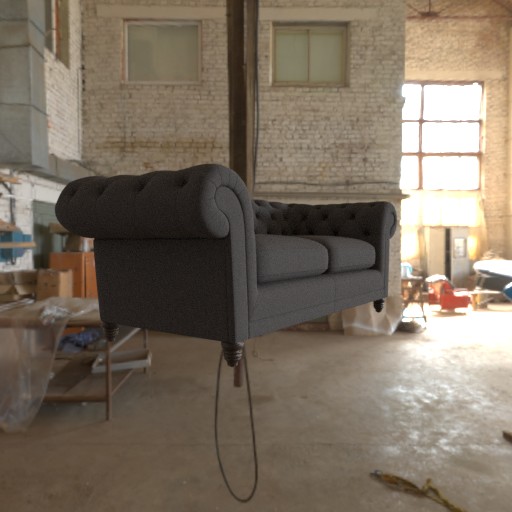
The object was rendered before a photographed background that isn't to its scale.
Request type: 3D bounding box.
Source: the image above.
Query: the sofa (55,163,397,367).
[{"bbox_3d":[0.000,0.000,2.511,0.986,0.764,1.998,1,2,35],"label":"sofa"}]
